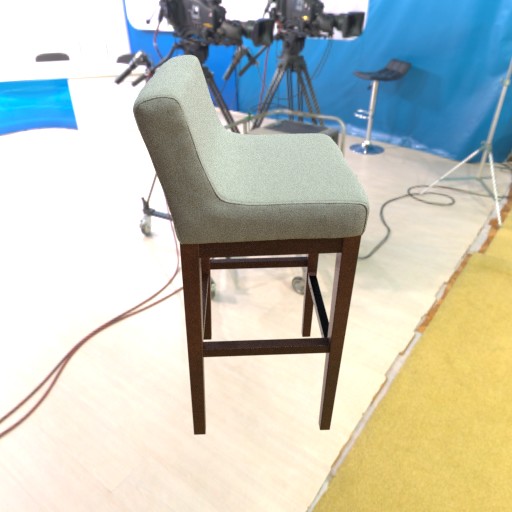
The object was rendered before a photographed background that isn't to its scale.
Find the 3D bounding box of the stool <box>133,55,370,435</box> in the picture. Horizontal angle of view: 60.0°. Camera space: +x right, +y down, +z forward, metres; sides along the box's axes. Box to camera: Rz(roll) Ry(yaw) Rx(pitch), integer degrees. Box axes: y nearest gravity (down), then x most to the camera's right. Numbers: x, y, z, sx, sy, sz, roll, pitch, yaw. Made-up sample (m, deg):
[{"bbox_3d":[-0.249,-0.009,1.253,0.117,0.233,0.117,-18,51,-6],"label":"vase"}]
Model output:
[{"bbox_3d":[0.000,0.000,1.311,0.500,1.037,0.511,-1,32,-2],"label":"stool"}]
